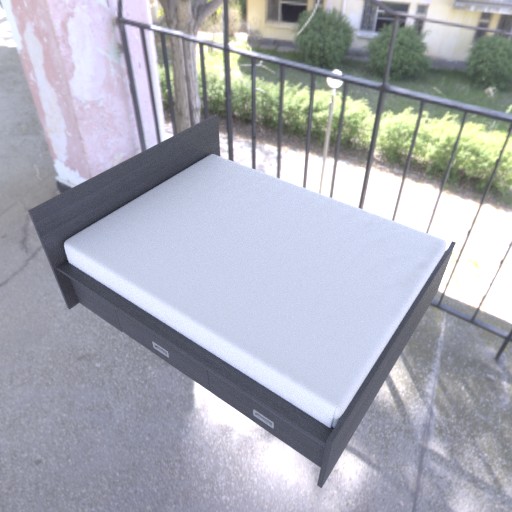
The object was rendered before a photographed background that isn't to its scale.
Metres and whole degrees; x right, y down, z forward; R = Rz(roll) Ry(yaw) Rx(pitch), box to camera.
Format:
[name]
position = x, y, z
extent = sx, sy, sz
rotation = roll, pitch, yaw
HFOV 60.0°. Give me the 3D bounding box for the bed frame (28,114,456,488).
[bed frame]
position = 0.000, 0.000, 2.786
extent = 1.960, 0.800, 1.622
rotation = 26, 47, 27
